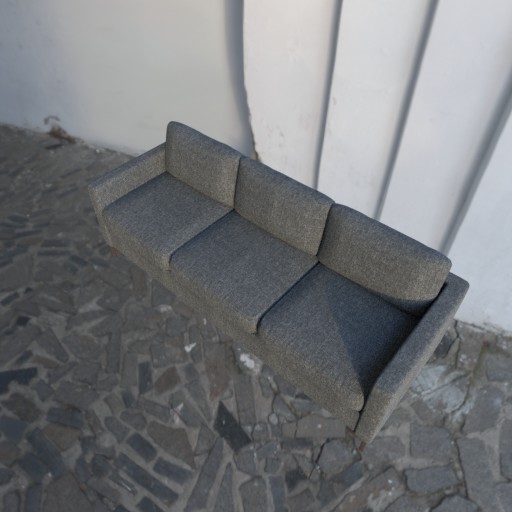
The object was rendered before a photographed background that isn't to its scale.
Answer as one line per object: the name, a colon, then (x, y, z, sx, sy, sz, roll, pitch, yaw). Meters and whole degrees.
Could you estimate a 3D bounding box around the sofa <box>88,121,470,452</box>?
sofa: (0.000, 0.000, 2.723, 2.218, 0.874, 0.859, 32, 54, 27)
